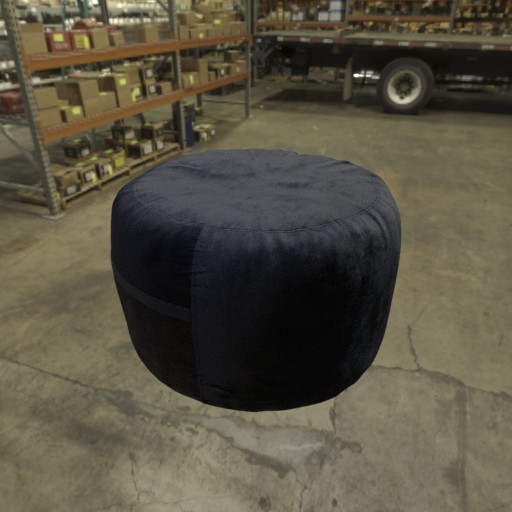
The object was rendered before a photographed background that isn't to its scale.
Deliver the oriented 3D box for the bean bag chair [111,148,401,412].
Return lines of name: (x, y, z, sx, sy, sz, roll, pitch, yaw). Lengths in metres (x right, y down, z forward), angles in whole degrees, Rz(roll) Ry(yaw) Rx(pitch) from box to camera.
bean bag chair: (0.000, 0.000, 1.995, 1.219, 0.762, 1.219, 0, 29, 0)
